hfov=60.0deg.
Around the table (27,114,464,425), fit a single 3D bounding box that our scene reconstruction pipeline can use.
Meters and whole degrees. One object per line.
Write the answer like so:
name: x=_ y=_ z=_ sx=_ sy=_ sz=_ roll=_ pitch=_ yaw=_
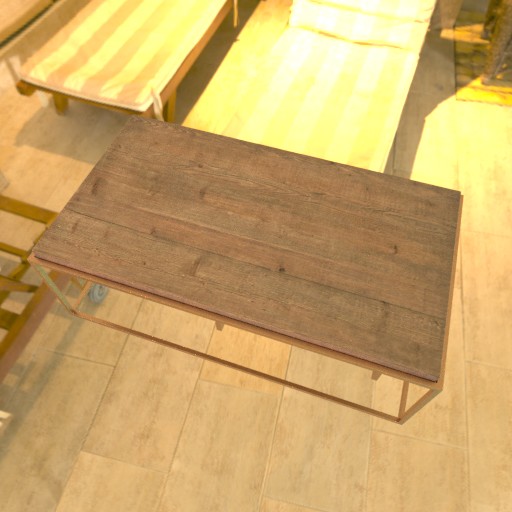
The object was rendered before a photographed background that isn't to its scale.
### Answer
table: x=0.000 y=0.000 z=1.751 sx=1.387 sy=0.468 sz=0.775 roll=16 pitch=58 yaw=10
